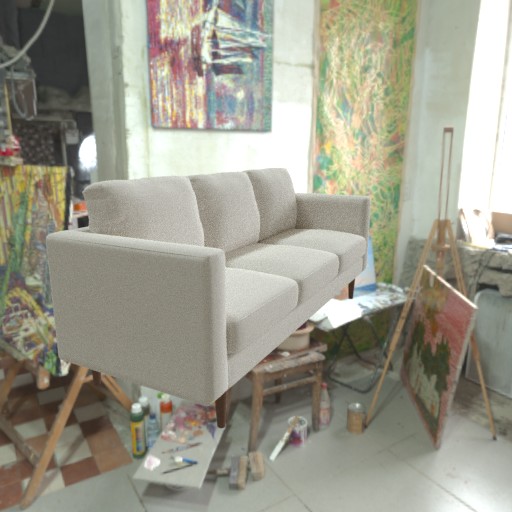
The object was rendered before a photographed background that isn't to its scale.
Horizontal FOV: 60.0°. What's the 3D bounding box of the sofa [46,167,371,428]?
[{"bbox_3d":[0.000,0.000,2.464,0.802,0.912,2.029,7,15,27],"label":"sofa"}]
